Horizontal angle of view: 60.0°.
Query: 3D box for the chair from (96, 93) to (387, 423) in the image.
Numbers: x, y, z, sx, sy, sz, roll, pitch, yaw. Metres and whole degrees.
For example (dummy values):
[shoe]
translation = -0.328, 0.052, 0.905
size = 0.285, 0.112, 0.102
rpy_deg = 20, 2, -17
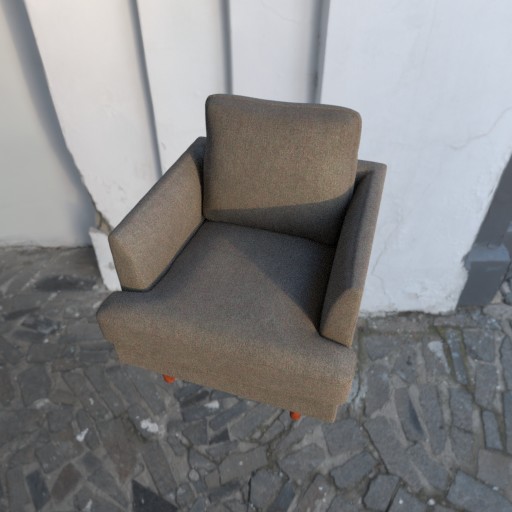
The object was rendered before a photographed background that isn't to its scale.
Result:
[chair]
translation = 0.000, 0.000, 1.666
size = 0.858, 0.957, 0.899
rpy_deg = 12, 42, 13
